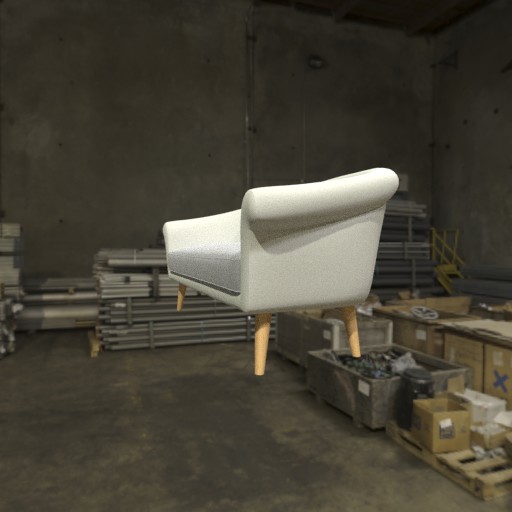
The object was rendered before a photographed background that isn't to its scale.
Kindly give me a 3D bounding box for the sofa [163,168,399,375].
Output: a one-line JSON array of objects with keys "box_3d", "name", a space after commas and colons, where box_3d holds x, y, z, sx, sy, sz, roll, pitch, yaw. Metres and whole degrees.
[{"box_3d": [0.000, 0.000, 2.543, 0.827, 0.795, 2.160, 0, 1, -19], "name": "sofa"}]
